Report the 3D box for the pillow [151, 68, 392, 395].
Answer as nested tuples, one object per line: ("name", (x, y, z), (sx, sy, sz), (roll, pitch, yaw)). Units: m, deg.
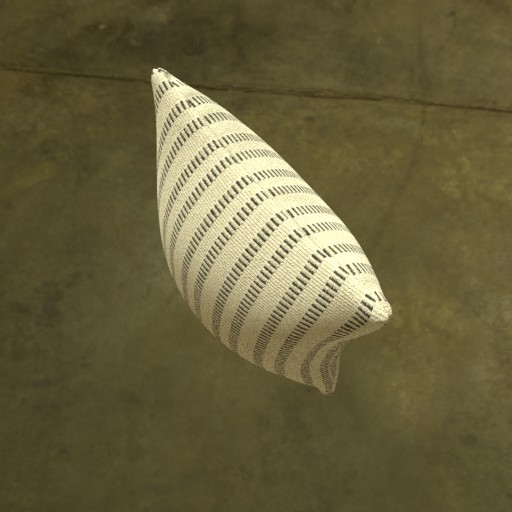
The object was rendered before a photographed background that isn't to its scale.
("pillow", (0.000, 0.000, 0.686), (0.247, 0.419, 0.438), (-34, 68, -16))
